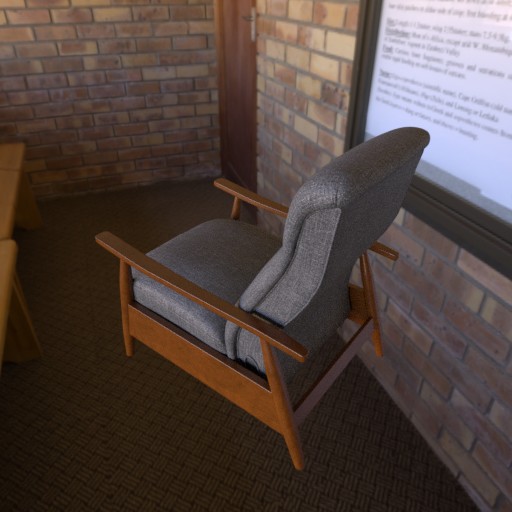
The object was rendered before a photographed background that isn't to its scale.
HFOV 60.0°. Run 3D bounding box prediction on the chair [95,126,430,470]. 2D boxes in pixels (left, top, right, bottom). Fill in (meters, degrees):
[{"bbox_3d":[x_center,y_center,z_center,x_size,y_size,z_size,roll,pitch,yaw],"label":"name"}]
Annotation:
[{"bbox_3d":[0.000,0.000,1.784,1.030,1.082,0.762,22,38,31],"label":"chair"}]
